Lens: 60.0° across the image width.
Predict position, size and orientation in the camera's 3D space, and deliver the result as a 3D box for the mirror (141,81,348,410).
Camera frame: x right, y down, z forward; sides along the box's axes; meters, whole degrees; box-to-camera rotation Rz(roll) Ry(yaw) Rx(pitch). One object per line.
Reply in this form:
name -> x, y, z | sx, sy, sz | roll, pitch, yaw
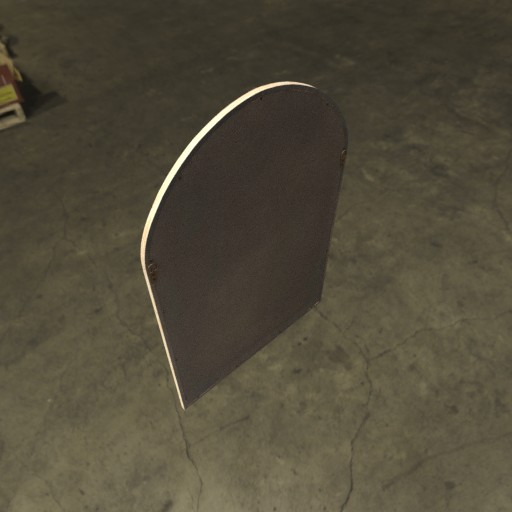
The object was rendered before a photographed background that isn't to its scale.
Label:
mirror -> 0.000, 0.000, 1.156 | 0.609, 0.915, 0.032 | -34, 56, -27
